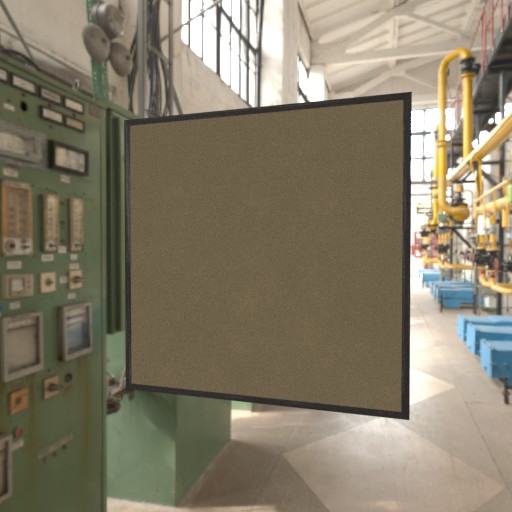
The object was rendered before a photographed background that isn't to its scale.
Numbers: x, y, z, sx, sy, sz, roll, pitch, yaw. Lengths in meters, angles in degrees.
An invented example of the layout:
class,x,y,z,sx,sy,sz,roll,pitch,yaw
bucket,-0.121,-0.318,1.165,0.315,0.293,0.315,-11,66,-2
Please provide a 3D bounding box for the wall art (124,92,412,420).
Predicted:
class,x,y,z,sx,sy,sz,roll,pitch,yaw
wall art,0.000,0.000,1.158,0.762,0.758,0.043,0,1,17
